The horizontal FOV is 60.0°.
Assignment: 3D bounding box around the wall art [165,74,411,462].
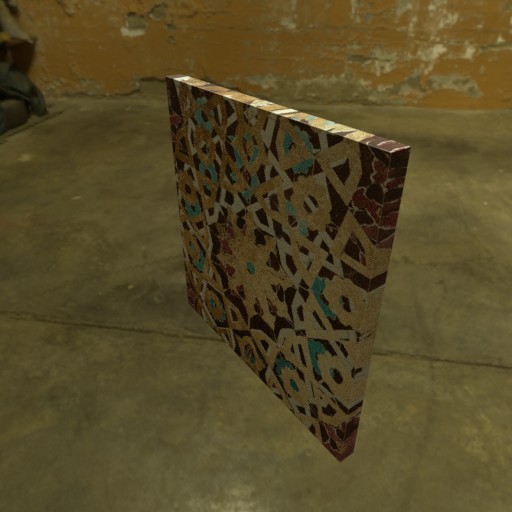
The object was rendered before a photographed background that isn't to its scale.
[{"bbox_3d":[0.000,0.000,0.910,0.041,0.613,0.609,-21,37,-30],"label":"wall art"}]
